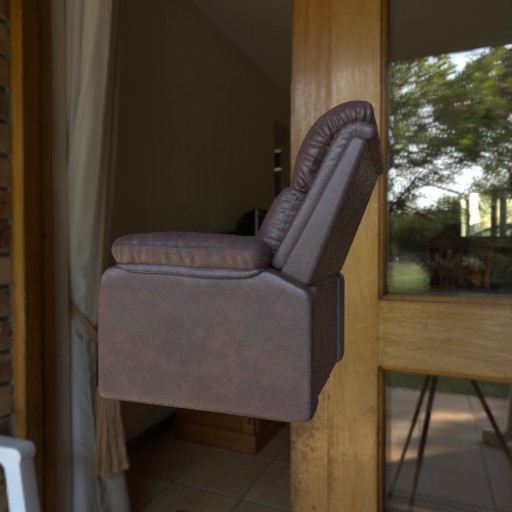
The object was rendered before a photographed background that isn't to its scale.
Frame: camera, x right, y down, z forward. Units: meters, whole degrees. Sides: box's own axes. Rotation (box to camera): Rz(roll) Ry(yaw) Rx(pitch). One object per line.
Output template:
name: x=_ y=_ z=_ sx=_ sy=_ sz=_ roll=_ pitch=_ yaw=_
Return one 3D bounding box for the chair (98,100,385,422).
chair: x=0.000 y=0.000 z=1.681 sx=0.919 sy=0.992 sz=0.855 roll=0 pitch=1 yaw=18
